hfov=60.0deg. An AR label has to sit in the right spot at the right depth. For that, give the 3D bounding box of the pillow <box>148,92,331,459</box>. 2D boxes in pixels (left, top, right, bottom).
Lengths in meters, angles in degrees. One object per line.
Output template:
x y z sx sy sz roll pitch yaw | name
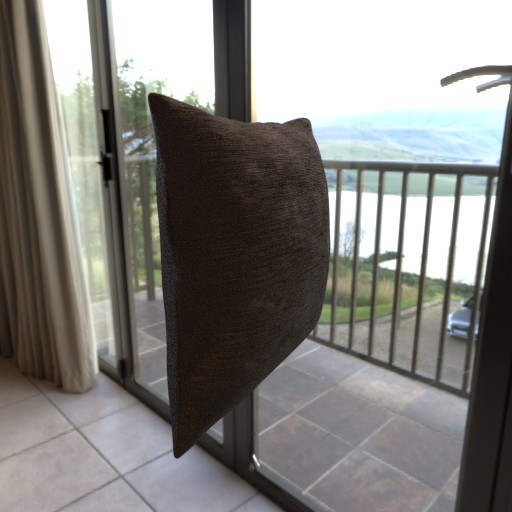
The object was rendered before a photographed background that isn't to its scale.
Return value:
0.000 0.000 0.690 0.204 0.439 0.452 7 16 26 | pillow
